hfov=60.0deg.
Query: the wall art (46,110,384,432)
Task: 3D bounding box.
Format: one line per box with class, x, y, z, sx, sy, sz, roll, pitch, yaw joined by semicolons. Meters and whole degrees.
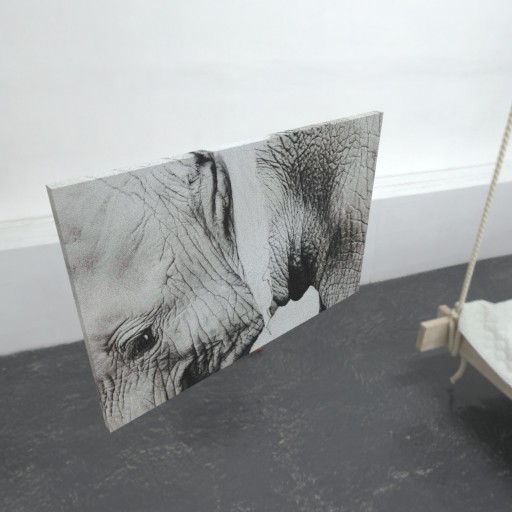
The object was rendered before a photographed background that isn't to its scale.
wall art;0.000;0.000;1.438;1.141;0.758;0.035;-23;37;-34
